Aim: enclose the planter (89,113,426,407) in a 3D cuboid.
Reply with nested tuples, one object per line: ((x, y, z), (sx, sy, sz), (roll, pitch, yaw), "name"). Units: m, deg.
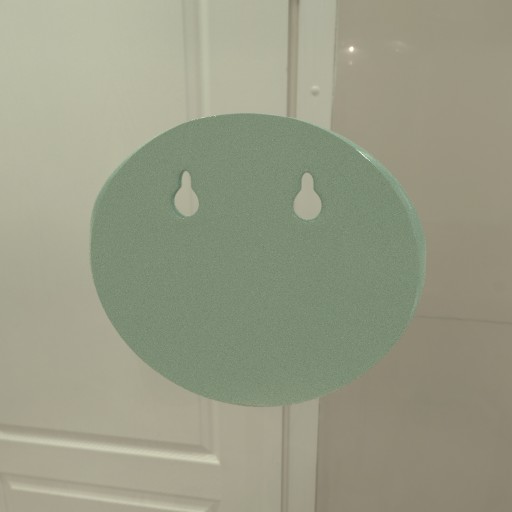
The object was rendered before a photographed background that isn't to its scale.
((0.000, 0.000, 0.271), (0.189, 0.164, 0.073), (3, 16, 9), "planter")
